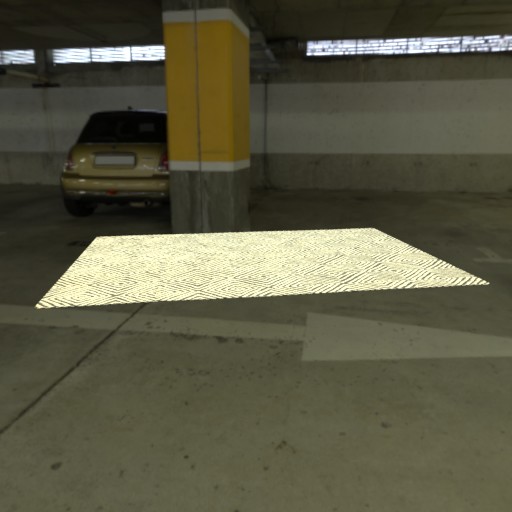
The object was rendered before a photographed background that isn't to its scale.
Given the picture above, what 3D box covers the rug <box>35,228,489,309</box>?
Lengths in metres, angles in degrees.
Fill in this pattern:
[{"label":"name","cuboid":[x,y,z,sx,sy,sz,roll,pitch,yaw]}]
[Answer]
[{"label":"rug","cuboid":[0.000,0.000,2.234,1.750,0.004,1.177,-2,15,-9]}]
